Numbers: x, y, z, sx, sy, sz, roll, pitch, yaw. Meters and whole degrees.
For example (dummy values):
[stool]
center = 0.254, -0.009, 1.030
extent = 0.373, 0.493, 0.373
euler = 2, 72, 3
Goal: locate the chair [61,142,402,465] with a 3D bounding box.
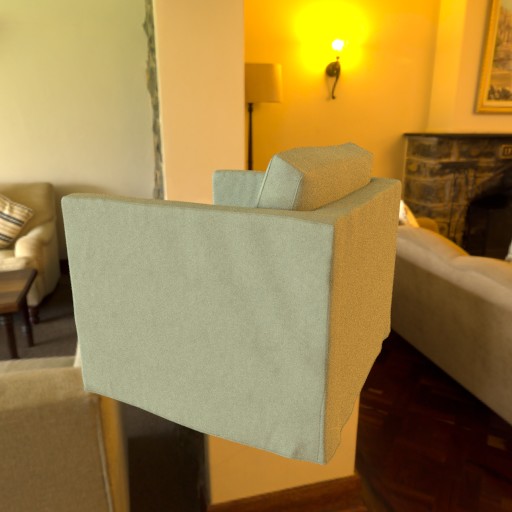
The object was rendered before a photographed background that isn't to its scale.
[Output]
[chair]
center = 0.000, 0.000, 1.749
extent = 0.949, 0.863, 1.057
euler = 8, 18, 25
